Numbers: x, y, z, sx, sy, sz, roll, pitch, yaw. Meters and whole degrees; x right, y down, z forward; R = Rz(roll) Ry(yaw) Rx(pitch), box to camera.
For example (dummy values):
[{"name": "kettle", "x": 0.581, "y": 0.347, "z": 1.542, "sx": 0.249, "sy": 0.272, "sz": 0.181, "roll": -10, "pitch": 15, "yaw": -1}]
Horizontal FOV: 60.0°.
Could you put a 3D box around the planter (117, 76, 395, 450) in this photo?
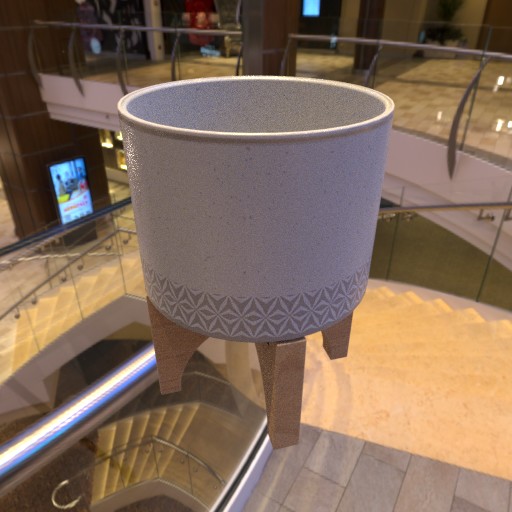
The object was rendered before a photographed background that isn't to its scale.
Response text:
[{"name": "planter", "x": 0.000, "y": 0.000, "z": 0.259, "sx": 0.130, "sy": 0.178, "sz": 0.130, "roll": 0, "pitch": 31, "yaw": 0}]
